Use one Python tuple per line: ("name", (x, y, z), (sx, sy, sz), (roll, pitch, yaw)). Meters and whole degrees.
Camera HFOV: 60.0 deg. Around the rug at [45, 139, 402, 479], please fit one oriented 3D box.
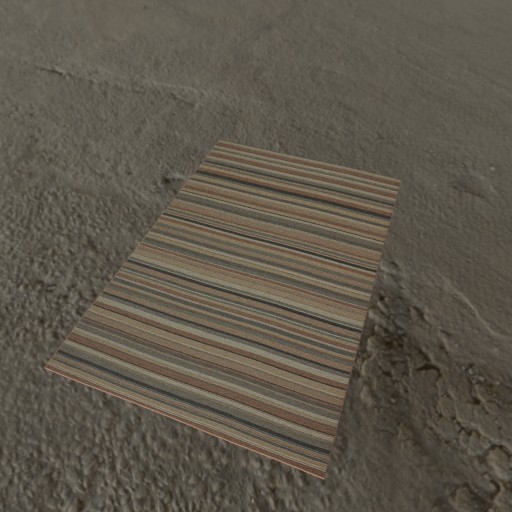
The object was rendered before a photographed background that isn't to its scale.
("rug", (0.000, 0.000, 2.294), (1.219, 0.008, 1.829), (16, 50, 14))
